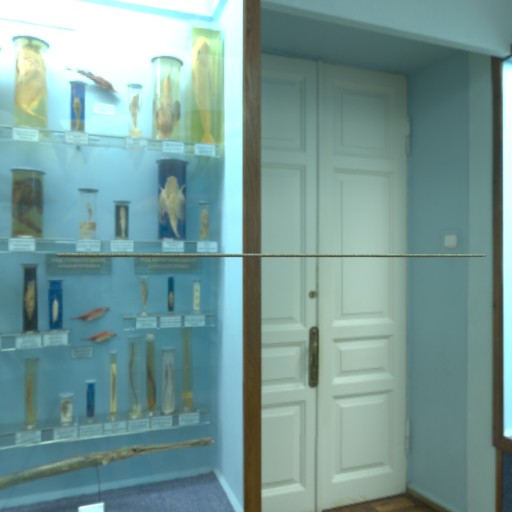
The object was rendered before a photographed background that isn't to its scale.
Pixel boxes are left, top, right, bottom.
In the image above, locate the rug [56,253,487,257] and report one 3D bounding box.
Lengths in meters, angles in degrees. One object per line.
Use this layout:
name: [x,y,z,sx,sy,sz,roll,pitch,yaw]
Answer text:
rug: [0.000,0.000,2.961,2.270,0.017,1.606,0,0,-18]
